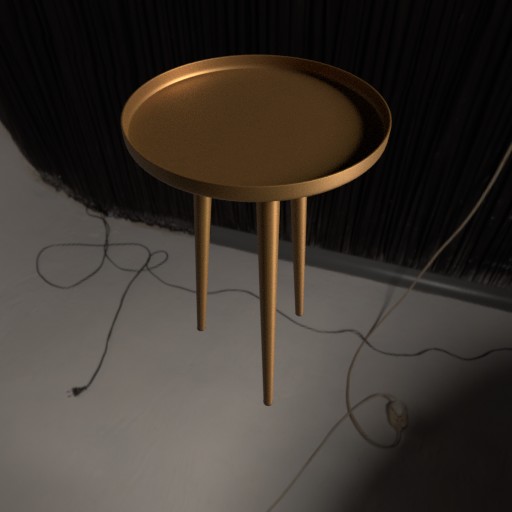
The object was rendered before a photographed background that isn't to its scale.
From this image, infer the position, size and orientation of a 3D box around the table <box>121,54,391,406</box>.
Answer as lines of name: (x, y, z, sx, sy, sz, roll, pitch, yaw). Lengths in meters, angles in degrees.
table: (0.000, 0.000, 0.671, 0.299, 0.480, 0.299, 12, 47, 12)
